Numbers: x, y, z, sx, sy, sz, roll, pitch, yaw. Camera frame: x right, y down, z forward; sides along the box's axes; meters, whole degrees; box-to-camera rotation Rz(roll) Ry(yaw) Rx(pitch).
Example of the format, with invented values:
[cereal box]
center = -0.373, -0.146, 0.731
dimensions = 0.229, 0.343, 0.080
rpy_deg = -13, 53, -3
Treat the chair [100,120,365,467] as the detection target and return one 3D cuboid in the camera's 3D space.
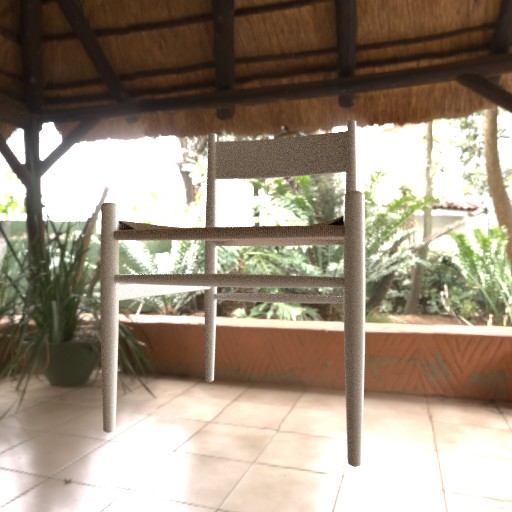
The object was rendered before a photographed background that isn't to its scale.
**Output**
[chair]
center = 0.000, 0.000, 1.097
dimensions = 0.556, 0.762, 0.495
rpy_deg = 0, 0, 18
